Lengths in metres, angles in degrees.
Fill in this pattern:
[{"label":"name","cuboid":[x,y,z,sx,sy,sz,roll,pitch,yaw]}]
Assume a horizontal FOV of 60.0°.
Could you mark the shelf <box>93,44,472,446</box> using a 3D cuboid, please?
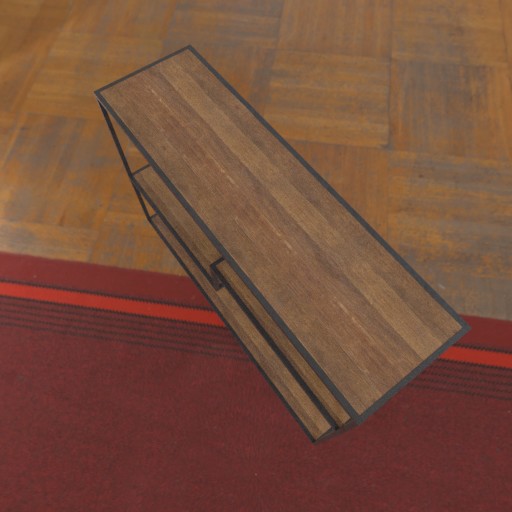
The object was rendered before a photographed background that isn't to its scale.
[{"label":"shelf","cuboid":[0.000,0.000,1.537,0.361,0.765,1.201,-34,68,-15]}]
